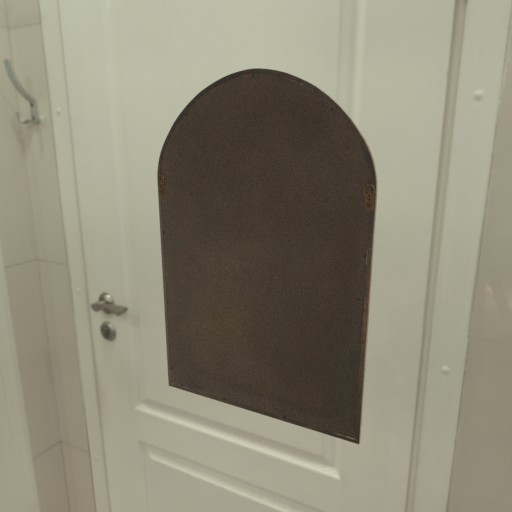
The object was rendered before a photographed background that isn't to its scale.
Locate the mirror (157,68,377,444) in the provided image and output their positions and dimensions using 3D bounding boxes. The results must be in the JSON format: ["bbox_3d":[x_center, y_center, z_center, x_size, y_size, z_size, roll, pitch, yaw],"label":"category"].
[{"bbox_3d":[0.000,0.000,1.167,0.609,0.915,0.032,7,16,27],"label":"mirror"}]
